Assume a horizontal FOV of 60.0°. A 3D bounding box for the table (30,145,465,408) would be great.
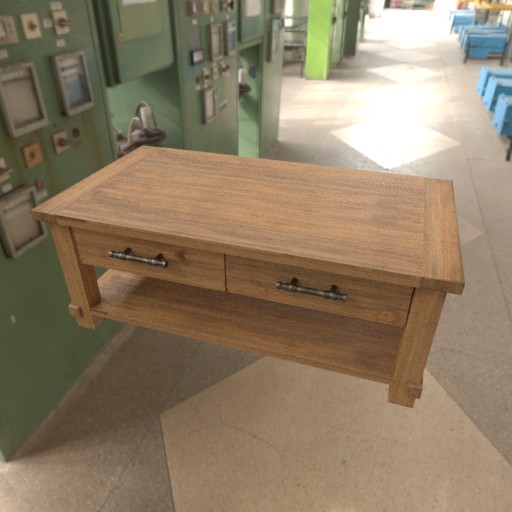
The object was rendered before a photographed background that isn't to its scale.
[{"bbox_3d":[0.000,0.000,1.623,1.270,0.494,0.693,10,33,15],"label":"table"}]
